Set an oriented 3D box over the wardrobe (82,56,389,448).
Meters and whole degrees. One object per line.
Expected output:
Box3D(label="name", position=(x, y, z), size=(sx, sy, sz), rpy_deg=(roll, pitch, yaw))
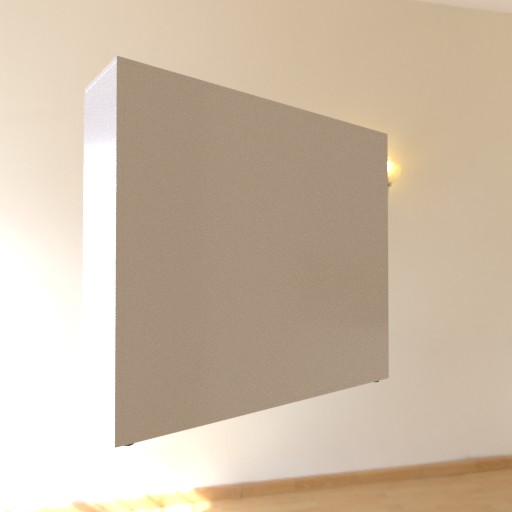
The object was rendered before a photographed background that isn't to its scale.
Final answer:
Box3D(label="wardrobe", position=(0.000, 0.000, 1.886), size=(1.340, 1.200, 0.360), rpy_deg=(1, -1, -37))
